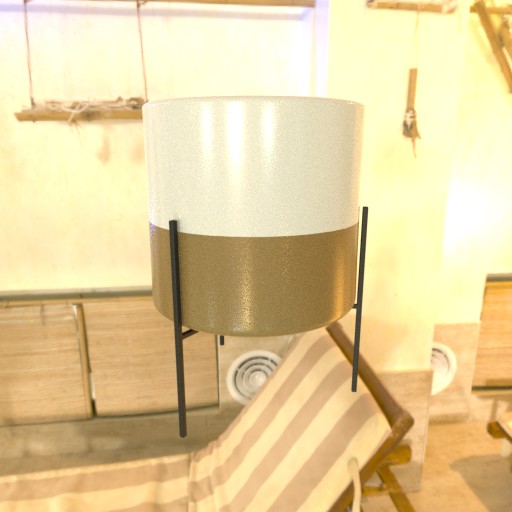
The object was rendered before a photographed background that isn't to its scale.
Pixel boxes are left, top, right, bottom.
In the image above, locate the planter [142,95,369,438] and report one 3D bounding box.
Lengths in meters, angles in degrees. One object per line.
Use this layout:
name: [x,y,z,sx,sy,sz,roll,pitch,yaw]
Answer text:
planter: [0.000,0.000,0.669,0.310,0.432,0.310,-2,15,-8]
